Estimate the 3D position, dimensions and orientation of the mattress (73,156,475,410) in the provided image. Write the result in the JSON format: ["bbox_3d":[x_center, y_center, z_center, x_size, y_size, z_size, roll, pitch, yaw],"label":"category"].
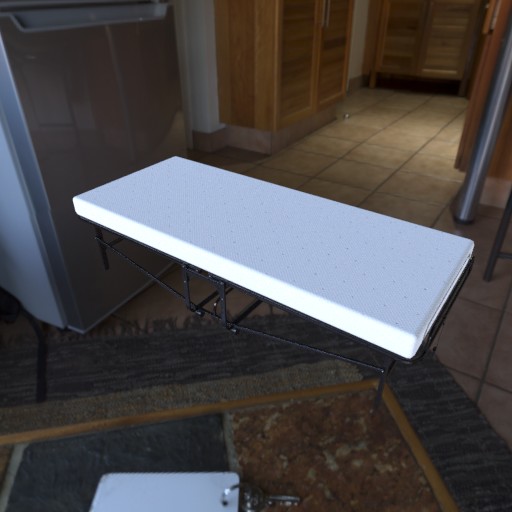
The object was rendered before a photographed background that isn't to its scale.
[{"bbox_3d":[0.000,0.000,2.573,2.153,0.519,0.922,21,38,29],"label":"mattress"}]
